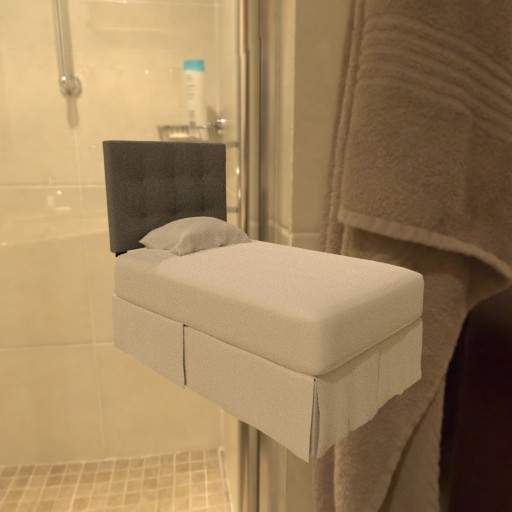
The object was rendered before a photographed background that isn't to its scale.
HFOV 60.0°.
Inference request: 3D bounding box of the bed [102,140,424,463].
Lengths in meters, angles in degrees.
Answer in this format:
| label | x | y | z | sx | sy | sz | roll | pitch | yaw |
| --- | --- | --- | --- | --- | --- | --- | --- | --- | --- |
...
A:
| label | x | y | z | sx | sy | sz | roll | pitch | yaw |
| --- | --- | --- | --- | --- | --- | --- | --- | --- | --- |
| bed | 0.000 | 0.000 | 3.059 | 1.997 | 1.571 | 1.261 | 12 | 17 | 43 |
